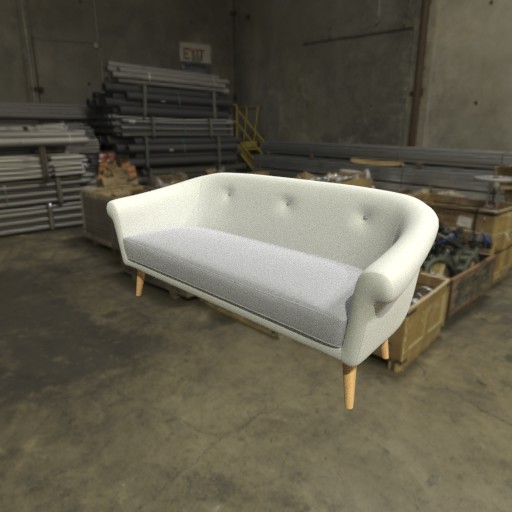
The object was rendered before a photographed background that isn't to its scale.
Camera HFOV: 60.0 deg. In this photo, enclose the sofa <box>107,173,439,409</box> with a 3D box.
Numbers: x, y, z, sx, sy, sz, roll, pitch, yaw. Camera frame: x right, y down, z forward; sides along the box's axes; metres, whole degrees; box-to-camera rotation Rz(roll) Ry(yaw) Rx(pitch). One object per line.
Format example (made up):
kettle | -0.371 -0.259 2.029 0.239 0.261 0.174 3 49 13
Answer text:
sofa | 0.000 0.000 2.564 0.827 0.795 2.160 -15 22 -41
